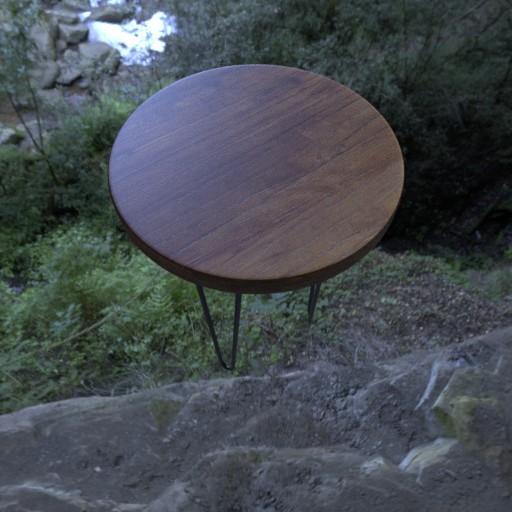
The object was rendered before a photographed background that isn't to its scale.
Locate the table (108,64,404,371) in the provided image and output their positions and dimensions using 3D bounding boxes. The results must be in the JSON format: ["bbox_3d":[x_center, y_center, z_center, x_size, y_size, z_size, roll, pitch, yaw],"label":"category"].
[{"bbox_3d":[0.000,0.000,0.821,0.400,0.520,0.400,0,57,0],"label":"table"}]
